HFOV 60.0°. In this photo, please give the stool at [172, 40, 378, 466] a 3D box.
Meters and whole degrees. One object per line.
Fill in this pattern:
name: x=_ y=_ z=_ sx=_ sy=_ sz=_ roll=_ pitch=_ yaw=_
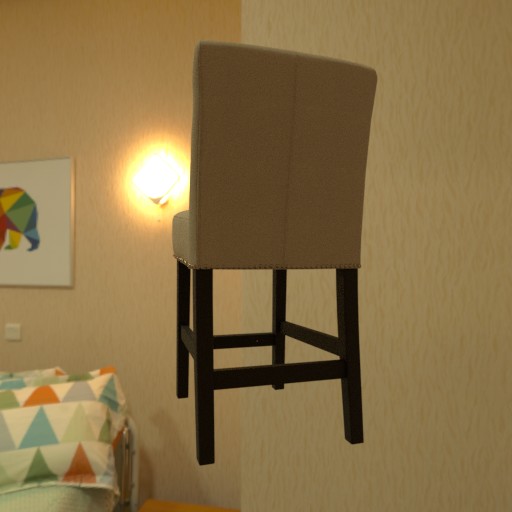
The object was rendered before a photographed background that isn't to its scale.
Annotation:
stool: x=0.000 y=0.000 z=1.198 sx=0.427 sy=0.885 sz=0.571 roll=0 pitch=-1 yaw=-18
